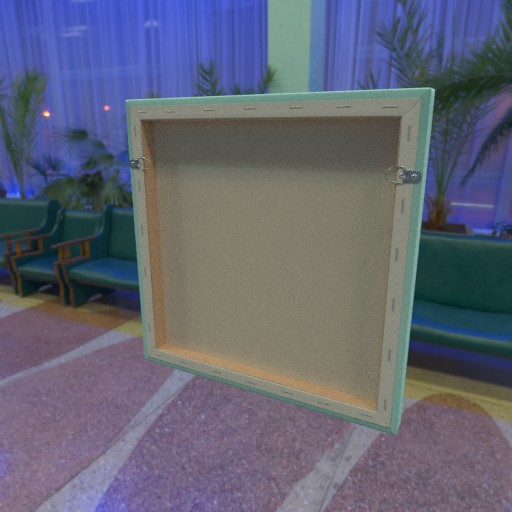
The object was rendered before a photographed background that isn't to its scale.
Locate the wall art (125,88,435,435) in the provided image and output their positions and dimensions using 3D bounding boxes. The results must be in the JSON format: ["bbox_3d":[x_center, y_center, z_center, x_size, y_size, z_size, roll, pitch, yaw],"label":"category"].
[{"bbox_3d":[0.000,0.000,1.120,0.765,0.766,0.054,8,18,27],"label":"wall art"}]
